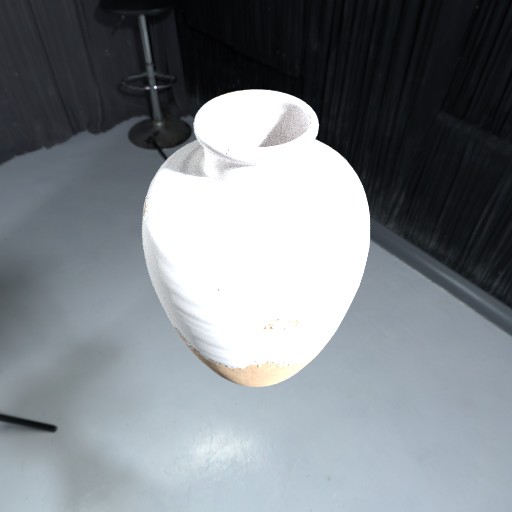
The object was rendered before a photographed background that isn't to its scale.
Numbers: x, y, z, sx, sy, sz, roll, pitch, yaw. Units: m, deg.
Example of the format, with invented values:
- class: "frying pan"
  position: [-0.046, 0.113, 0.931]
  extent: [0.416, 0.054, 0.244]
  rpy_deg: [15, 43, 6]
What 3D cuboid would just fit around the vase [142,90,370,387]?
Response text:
- class: "vase"
  position: [0.000, 0.000, 0.334]
  extent: [0.158, 0.228, 0.158]
  rpy_deg: [0, 46, 0]
